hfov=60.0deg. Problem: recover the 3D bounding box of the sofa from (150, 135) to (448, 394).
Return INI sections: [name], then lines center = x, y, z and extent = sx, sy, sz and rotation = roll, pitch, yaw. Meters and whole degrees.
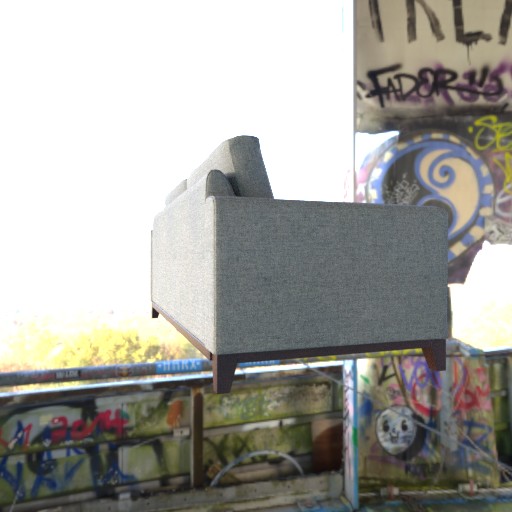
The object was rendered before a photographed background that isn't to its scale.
[sofa]
center = 0.000, 0.000, 2.474
extent = 0.969, 0.892, 1.978
rotation = 0, 0, -19
